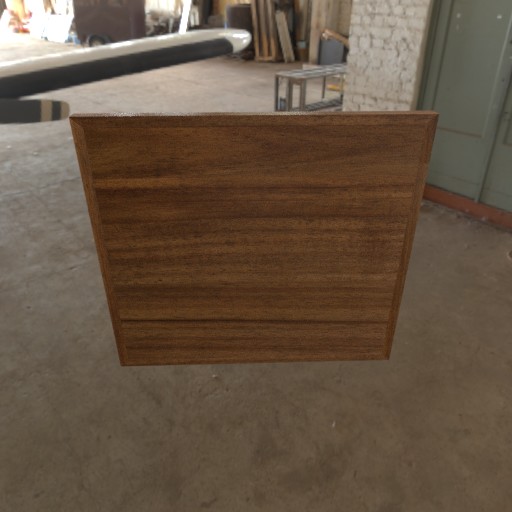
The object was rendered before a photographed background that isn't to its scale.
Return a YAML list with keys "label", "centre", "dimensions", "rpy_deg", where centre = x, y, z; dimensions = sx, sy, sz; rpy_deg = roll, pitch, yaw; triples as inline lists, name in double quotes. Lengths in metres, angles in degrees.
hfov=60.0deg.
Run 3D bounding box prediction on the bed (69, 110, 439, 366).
- label: "bed"
  centre: [0.000, 0.000, 1.499]
  dimensions: [1.041, 0.940, 0.043]
  rpy_deg: [-1, 30, -2]
